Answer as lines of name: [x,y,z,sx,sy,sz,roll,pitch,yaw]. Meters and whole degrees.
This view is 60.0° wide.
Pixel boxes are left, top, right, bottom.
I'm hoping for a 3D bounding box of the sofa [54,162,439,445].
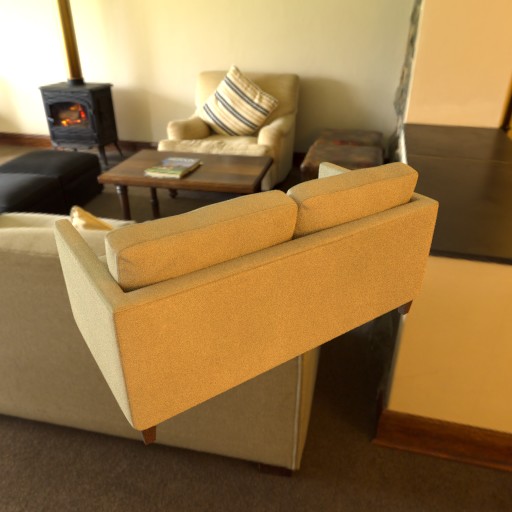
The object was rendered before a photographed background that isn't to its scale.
sofa: [0.000,0.000,2.429,1.846,0.940,0.950,-18,33,-30]
